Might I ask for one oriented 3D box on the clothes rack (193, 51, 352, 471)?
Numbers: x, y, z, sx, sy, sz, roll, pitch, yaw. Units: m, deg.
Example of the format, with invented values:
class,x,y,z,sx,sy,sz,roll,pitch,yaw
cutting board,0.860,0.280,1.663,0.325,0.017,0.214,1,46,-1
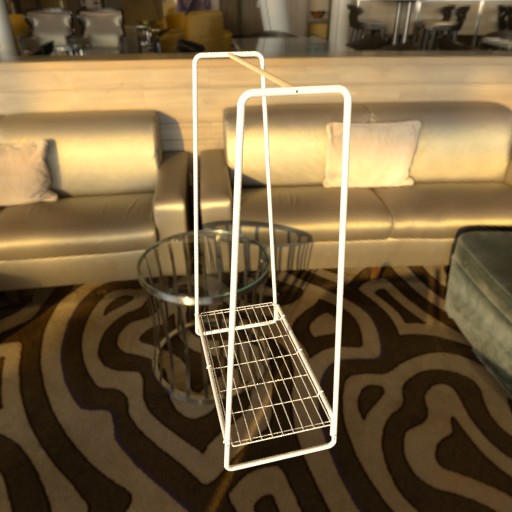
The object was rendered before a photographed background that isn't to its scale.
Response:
class,x,y,z,sx,sy,sz,roll,pitch,yaw
clothes rack,0.000,0.000,1.882,0.495,1.500,0.900,-7,31,-12
